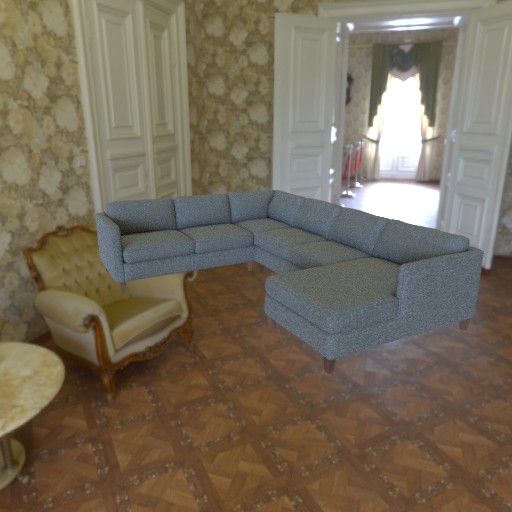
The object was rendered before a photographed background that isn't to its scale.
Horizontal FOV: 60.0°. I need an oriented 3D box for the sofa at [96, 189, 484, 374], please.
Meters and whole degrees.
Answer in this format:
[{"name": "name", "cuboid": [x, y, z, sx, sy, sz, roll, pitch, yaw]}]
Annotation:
[{"name": "sofa", "cuboid": [0.000, 0.000, 4.449, 2.551, 0.853, 3.238, -9, 19, -27]}]
